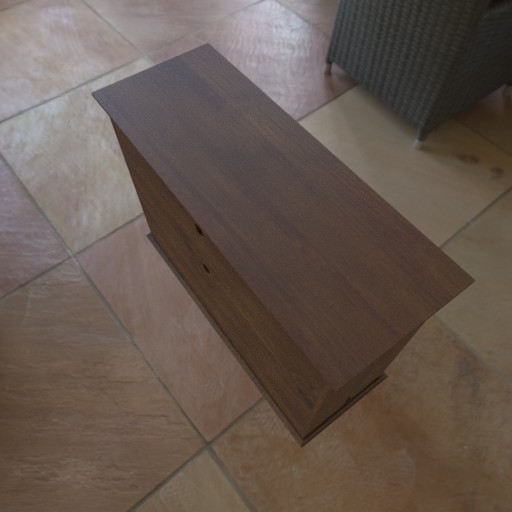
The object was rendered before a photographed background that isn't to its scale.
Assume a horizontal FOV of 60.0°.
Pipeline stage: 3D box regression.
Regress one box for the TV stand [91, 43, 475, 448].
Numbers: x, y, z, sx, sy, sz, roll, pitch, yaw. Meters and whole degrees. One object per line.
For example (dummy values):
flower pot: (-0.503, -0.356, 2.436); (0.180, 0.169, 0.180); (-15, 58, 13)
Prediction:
TV stand: (0.000, 0.000, 1.476); (0.406, 0.813, 1.067); (-32, 64, -18)
